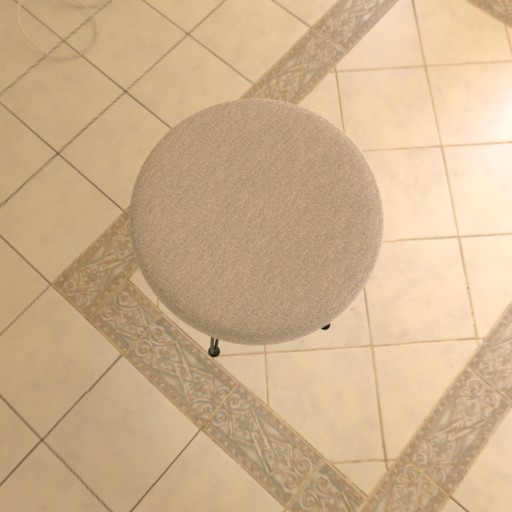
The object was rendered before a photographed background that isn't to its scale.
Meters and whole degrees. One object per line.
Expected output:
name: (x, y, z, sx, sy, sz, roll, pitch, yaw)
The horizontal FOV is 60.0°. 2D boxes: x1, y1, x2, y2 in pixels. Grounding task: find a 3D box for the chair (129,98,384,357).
chair: (0.000, 0.000, 0.705, 0.350, 0.440, 0.350, 31, 78, 7)
